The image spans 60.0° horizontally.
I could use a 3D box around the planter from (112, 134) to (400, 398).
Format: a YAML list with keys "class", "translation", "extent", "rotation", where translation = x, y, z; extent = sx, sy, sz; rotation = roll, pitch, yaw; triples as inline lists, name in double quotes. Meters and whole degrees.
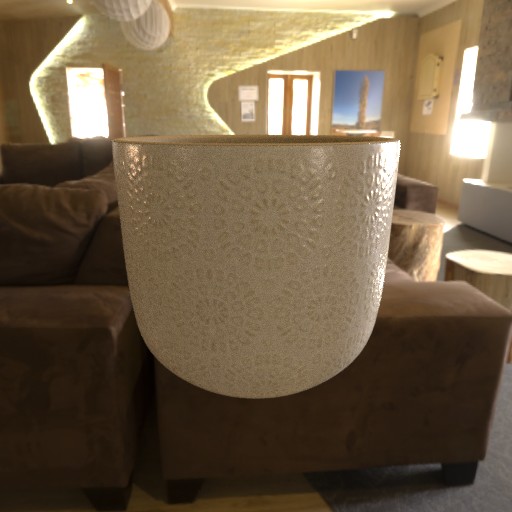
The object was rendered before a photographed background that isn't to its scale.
- class: "planter"
  translation: [0.000, 0.000, 0.295]
  extent: [0.170, 0.152, 0.170]
  rotation: [0, 17, 0]
